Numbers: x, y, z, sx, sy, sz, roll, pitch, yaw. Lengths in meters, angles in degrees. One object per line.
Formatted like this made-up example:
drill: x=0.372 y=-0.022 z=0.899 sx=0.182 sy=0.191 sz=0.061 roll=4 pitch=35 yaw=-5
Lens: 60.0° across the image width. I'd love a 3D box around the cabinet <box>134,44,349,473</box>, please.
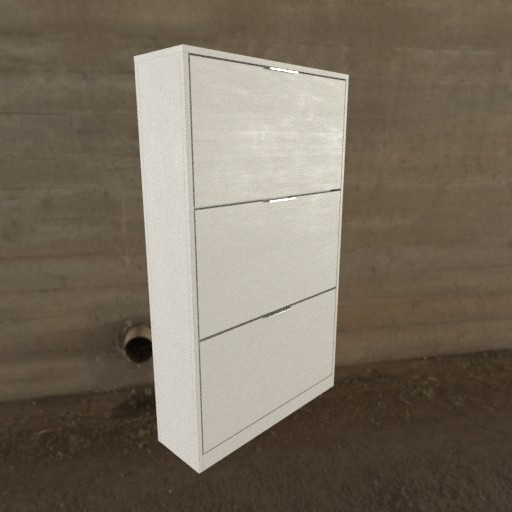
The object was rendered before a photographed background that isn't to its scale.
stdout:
cabinet: x=0.000 y=0.000 z=1.610 sx=0.250 sy=1.280 sz=0.750 roll=14 pitch=20 yaw=43
